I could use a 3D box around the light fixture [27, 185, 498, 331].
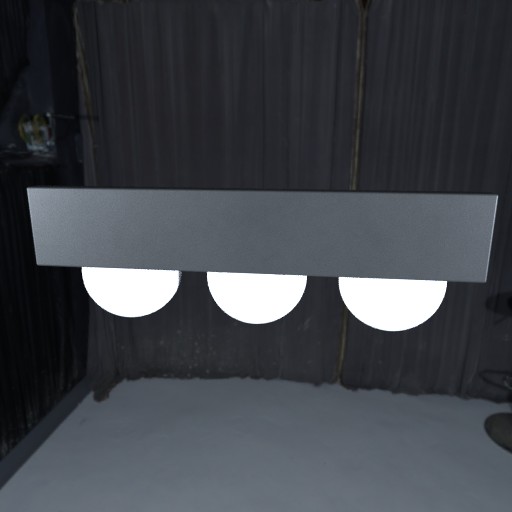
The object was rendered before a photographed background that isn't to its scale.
[{"bbox_3d":[0.000,0.000,0.809,0.721,0.263,0.218,2,15,7],"label":"light fixture"}]
